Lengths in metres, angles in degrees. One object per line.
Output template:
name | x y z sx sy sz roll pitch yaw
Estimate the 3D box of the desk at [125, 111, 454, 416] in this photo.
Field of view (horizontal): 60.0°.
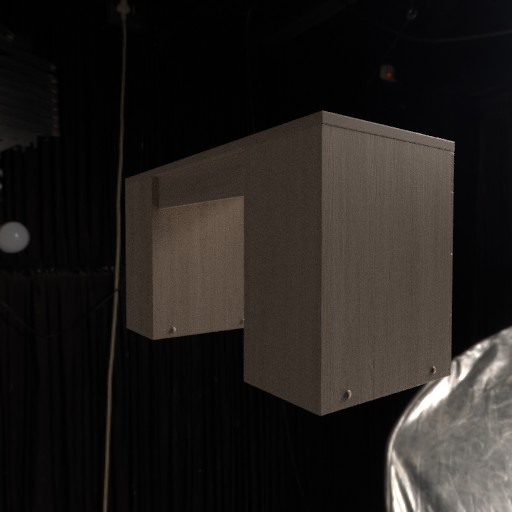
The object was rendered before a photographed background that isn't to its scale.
desk | 0.000 0.000 1.809 0.600 0.740 1.390 -1 2 -35
